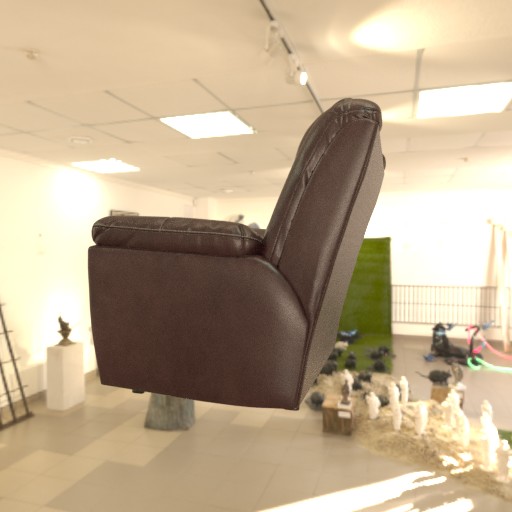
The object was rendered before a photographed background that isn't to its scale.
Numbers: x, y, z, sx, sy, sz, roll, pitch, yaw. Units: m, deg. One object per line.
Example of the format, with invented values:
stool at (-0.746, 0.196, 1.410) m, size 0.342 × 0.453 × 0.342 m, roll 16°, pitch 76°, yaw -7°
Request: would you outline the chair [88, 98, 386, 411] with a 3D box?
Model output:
chair at (0.000, 0.000, 1.875) m, size 1.041 × 1.093 × 0.990 m, roll 0°, pitch 1°, yaw 17°
